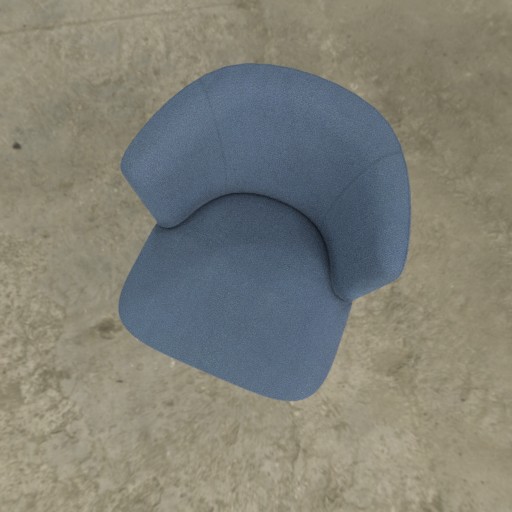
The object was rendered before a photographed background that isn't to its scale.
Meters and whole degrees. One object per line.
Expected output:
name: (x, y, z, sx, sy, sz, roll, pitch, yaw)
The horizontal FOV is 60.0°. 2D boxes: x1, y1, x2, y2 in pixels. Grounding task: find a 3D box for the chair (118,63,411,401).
chair: (0.000, 0.000, 1.275, 0.661, 0.760, 0.702, 22, 76, 6)
